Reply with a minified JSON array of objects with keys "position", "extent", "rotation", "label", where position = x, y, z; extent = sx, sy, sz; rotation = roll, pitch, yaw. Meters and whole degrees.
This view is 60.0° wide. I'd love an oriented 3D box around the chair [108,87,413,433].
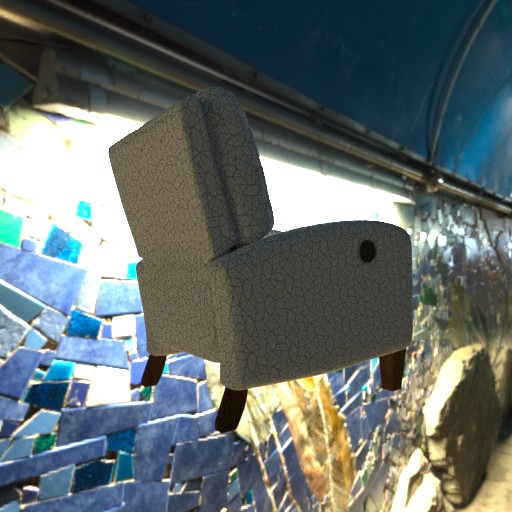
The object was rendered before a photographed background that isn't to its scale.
[{"position":[0.000,0.000,1.786],"extent":[0.995,1.064,0.796],"rotation":[0,-1,-36],"label":"chair"}]
